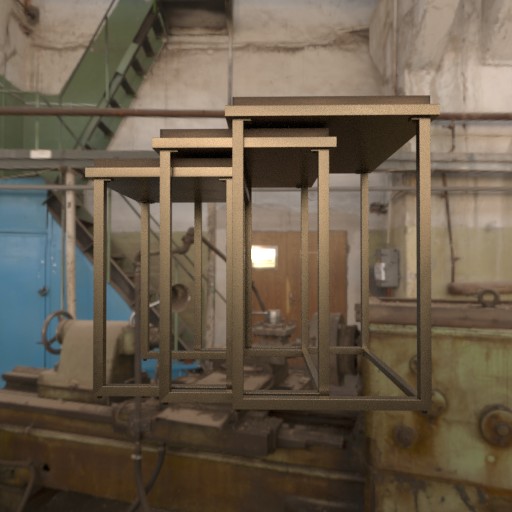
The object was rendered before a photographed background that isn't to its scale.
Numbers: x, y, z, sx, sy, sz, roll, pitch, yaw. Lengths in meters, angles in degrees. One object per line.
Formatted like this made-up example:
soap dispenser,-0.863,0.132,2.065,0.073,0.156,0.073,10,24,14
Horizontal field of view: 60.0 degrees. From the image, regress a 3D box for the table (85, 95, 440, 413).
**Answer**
table,0.000,0.000,1.119,0.706,0.610,0.559,0,-1,1
